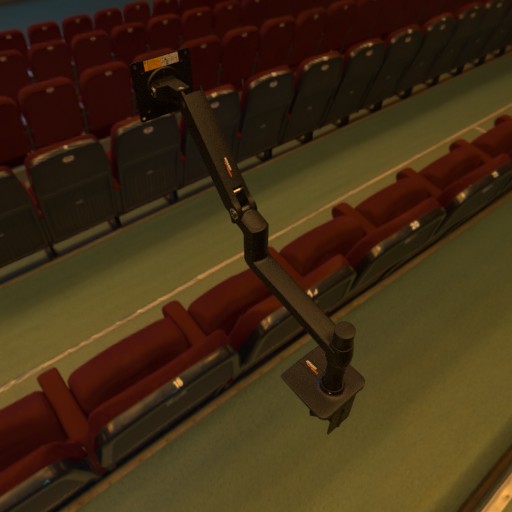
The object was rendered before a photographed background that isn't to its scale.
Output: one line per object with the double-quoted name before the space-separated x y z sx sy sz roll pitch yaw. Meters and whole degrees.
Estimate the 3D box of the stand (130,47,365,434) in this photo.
"stand" 0.000 0.000 1.026 0.152 0.713 0.650 -31 53 -26
